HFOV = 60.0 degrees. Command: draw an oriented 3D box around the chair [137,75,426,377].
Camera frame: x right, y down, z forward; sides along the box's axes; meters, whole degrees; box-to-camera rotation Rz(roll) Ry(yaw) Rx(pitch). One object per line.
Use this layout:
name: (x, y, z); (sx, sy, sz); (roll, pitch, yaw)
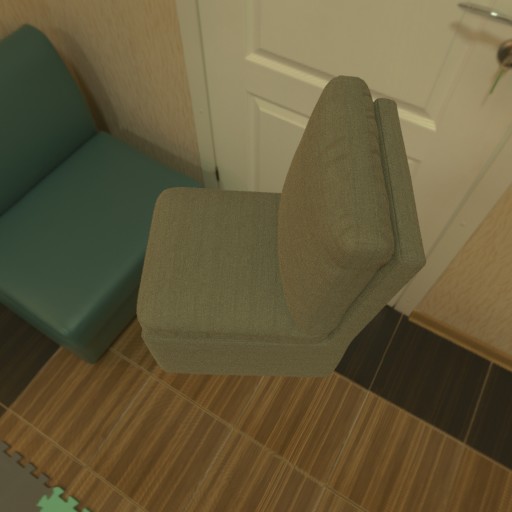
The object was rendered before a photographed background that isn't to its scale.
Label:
chair: (0.000, 0.000, 1.332); (0.698, 0.927, 0.503); (1, 60, 1)
